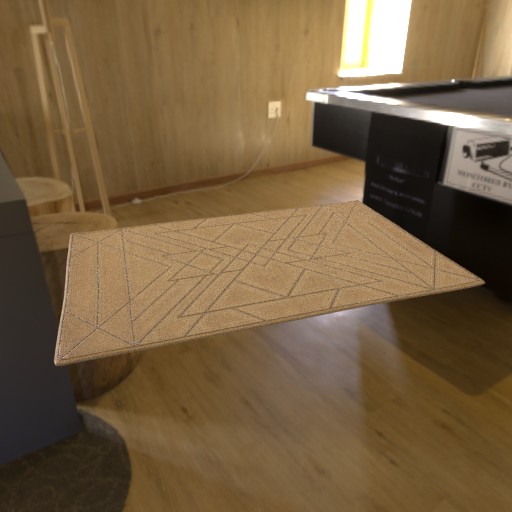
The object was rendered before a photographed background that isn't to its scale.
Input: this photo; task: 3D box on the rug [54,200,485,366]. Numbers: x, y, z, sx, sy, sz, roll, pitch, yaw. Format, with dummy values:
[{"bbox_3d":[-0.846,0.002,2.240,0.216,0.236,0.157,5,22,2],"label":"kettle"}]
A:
[{"bbox_3d":[0.000,0.000,3.041,2.459,0.023,1.575,-8,28,-16],"label":"rug"}]
